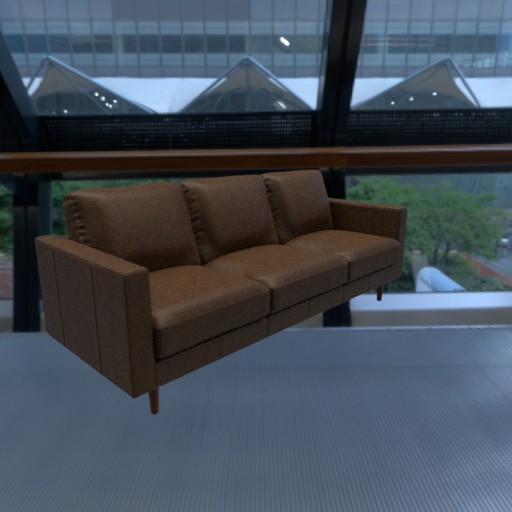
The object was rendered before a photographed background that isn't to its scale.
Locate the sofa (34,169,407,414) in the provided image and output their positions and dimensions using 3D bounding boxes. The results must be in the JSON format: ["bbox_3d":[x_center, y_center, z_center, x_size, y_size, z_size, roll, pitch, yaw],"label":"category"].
[{"bbox_3d":[0.000,0.000,2.717,0.903,0.930,2.231,14,21,43],"label":"sofa"}]
